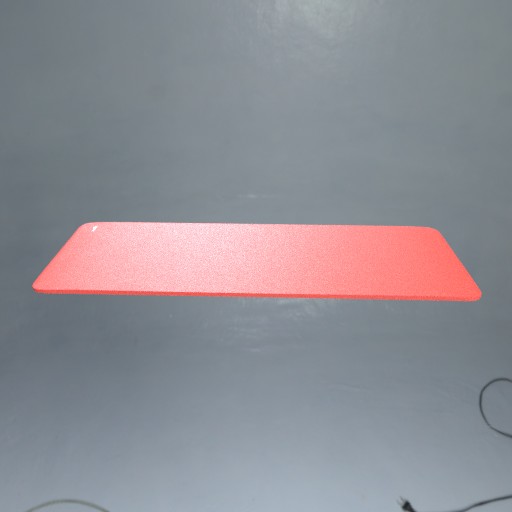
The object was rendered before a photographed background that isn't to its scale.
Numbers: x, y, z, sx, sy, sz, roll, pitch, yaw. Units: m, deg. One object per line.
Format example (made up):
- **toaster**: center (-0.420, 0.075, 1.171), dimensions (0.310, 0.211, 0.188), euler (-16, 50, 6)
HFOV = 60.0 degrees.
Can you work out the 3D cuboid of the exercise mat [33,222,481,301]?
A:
- **exercise mat**: center (0.000, 0.000, 2.069), dimensions (1.869, 0.021, 0.616), euler (1, 31, 2)
